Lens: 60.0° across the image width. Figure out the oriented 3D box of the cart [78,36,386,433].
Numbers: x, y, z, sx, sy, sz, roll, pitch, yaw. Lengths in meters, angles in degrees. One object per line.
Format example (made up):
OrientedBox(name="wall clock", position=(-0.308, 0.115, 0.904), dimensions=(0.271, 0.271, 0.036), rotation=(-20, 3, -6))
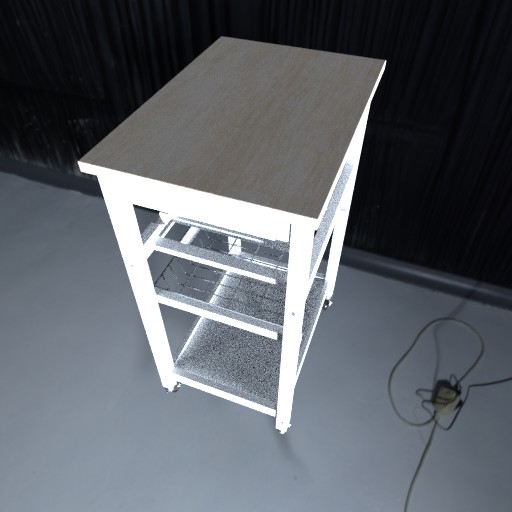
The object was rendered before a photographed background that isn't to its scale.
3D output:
OrientedBox(name="cart", position=(0.000, 0.000, 1.167), dimensions=(0.406, 0.857, 0.578), rotation=(15, 48, 14))
